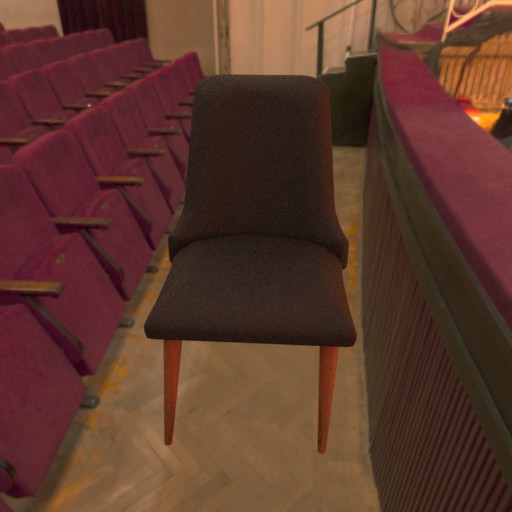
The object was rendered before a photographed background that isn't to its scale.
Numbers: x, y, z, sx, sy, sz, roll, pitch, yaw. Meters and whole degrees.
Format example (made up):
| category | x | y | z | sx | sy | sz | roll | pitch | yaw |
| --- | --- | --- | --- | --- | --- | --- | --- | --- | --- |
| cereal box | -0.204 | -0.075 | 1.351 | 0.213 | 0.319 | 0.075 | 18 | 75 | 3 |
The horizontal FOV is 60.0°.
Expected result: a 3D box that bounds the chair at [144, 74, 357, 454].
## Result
| category | x | y | z | sx | sy | sz | roll | pitch | yaw |
| --- | --- | --- | --- | --- | --- | --- | --- | --- | --- |
| chair | 0.000 | 0.000 | 1.170 | 0.504 | 0.820 | 0.567 | 2 | 30 | 3 |
